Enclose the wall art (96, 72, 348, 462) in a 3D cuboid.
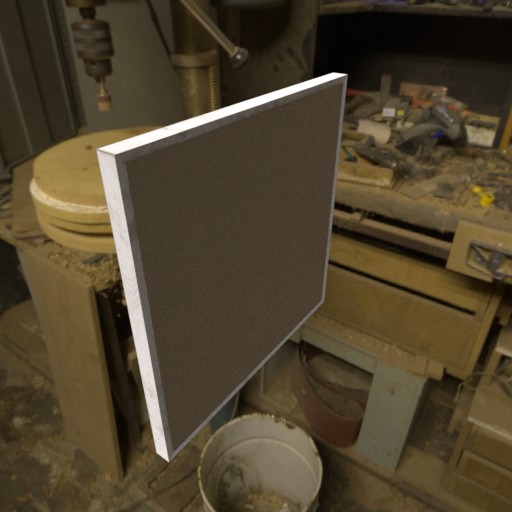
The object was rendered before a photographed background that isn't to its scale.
[{"bbox_3d":[0.000,0.000,0.749,0.029,0.506,0.508,21,38,30],"label":"wall art"}]
